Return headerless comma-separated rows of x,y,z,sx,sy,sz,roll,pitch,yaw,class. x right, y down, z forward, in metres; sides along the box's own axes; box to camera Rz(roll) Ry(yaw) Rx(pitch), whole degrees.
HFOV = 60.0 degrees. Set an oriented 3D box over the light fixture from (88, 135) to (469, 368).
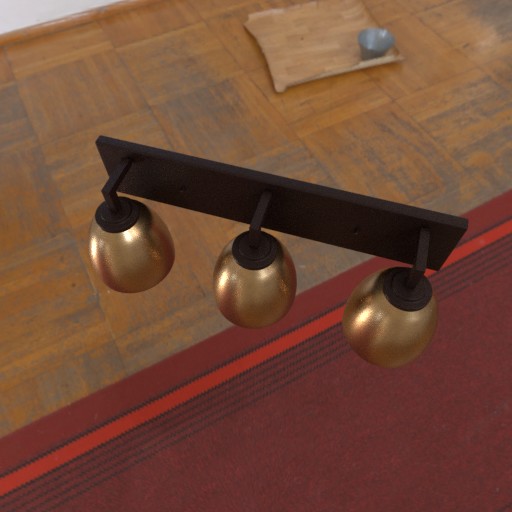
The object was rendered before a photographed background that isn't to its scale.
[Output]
0.000,0.000,0.675,0.582,0.204,0.157,15,59,9,light fixture
